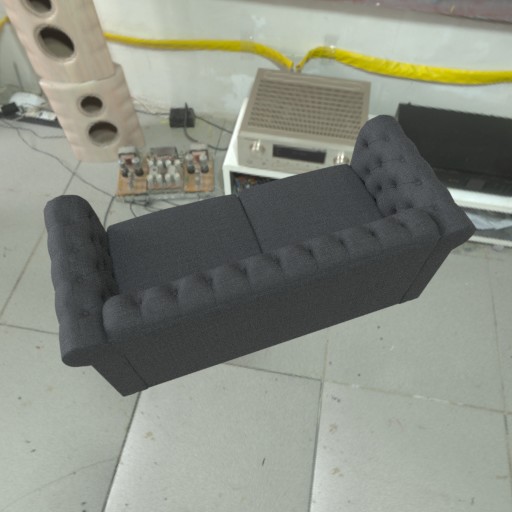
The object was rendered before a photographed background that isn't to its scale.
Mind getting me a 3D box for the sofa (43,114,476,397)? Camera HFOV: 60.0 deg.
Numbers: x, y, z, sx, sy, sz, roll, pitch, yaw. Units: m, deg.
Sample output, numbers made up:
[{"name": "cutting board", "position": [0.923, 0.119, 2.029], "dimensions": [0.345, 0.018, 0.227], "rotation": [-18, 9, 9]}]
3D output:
[{"name": "sofa", "position": [0.000, 0.000, 2.255], "dimensions": [1.798, 0.797, 0.783], "rotation": [-17, 60, -10]}]
